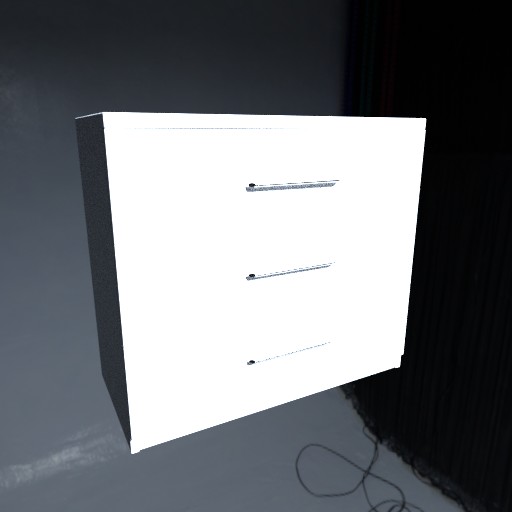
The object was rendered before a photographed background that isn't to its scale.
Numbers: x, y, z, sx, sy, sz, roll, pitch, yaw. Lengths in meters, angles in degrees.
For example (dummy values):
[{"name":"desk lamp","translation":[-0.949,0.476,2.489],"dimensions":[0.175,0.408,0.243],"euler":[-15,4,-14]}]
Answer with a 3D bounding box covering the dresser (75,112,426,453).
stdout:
[{"name":"dresser","translation":[0.000,0.000,1.247],"dimensions":[0.830,0.740,0.420],"euler":[-8,18,-27]}]
